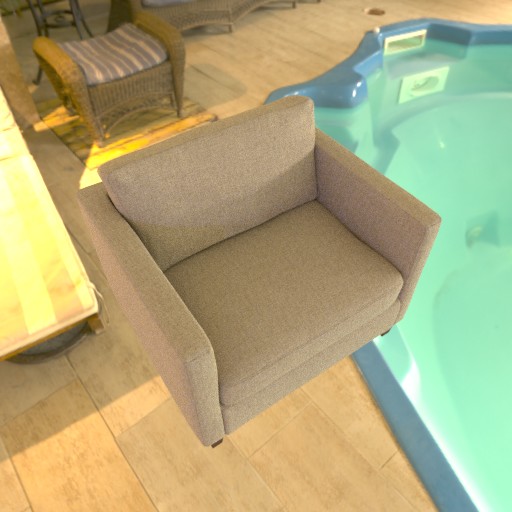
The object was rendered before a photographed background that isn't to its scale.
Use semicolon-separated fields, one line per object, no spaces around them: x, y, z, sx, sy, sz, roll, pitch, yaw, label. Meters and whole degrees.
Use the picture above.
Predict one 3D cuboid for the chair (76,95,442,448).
0.000;0.000;1.876;1.107;0.961;0.959;-26;53;-22;chair
